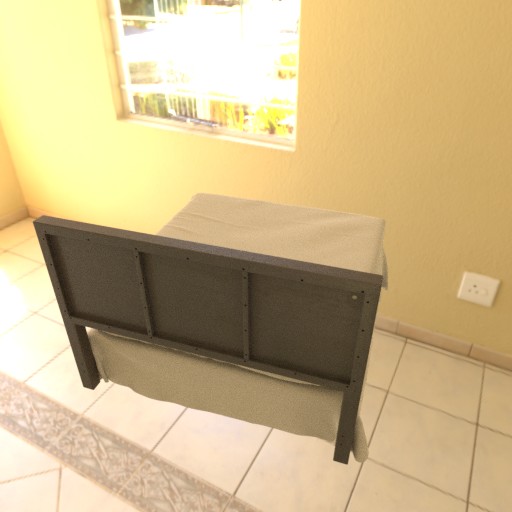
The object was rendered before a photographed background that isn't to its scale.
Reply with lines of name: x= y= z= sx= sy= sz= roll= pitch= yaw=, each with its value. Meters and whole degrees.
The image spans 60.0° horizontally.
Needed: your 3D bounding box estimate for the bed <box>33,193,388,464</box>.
bed: x=0.000 y=0.000 z=2.888 sx=1.772 sy=1.142 sz=1.785 roll=10 pitch=34 yaw=15
